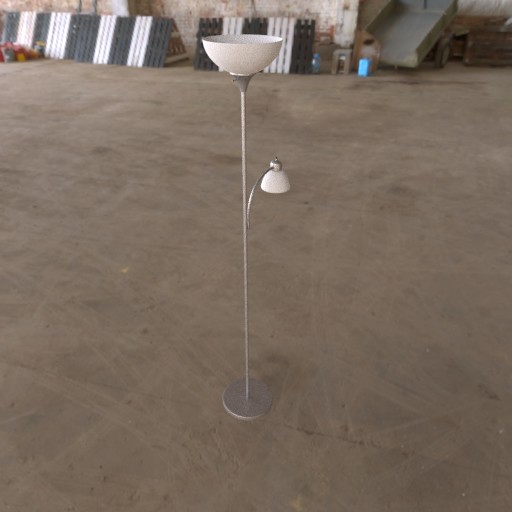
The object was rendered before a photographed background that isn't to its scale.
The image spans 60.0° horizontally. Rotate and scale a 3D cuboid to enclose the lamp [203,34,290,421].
[{"bbox_3d":[0.000,0.000,2.024,0.279,1.804,0.425,21,38,30],"label":"lamp"}]
